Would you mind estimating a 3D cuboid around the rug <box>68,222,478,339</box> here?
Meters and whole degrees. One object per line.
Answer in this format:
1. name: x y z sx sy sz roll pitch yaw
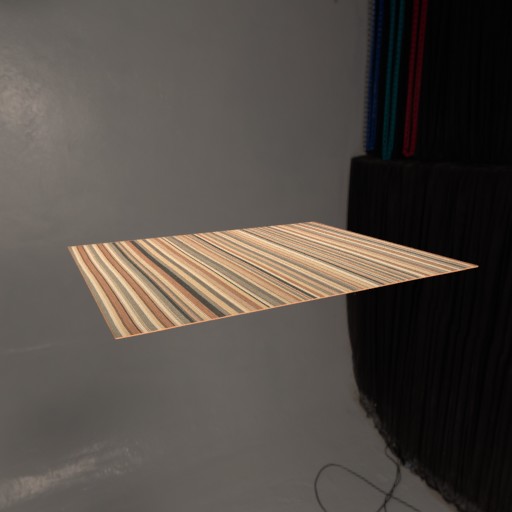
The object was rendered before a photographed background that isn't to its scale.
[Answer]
1. rug: 0.000 0.000 4.152 3.045 0.011 2.436 -8 17 -27
